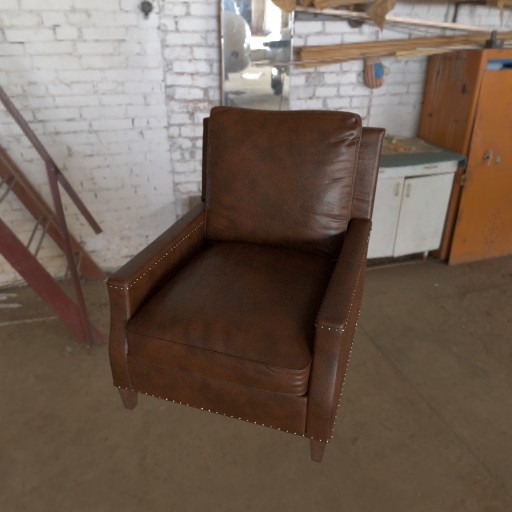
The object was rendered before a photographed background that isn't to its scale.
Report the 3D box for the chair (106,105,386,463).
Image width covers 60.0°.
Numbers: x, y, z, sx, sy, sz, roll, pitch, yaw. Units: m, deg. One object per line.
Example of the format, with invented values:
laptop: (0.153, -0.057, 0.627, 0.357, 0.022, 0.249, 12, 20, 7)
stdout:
chair: (0.000, 0.000, 1.822, 0.854, 1.054, 1.035, 9, 29, 16)
